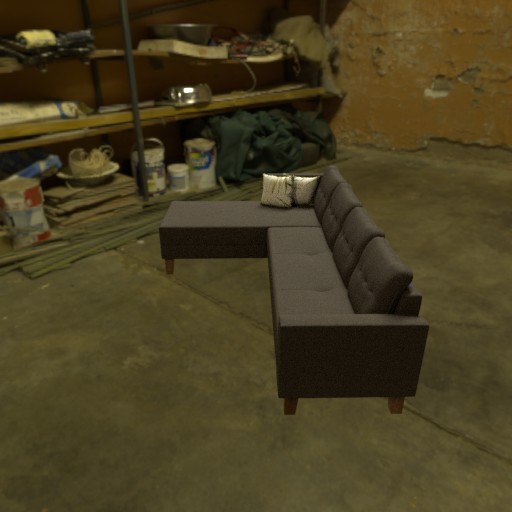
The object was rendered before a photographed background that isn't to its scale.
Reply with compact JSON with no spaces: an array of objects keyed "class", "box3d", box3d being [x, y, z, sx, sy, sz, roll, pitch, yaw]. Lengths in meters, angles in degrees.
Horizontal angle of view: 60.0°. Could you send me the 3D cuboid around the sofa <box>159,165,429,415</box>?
[{"class":"sofa","box3d":[0.000,0.000,3.653,1.829,0.932,2.679,0,25,-1]}]
